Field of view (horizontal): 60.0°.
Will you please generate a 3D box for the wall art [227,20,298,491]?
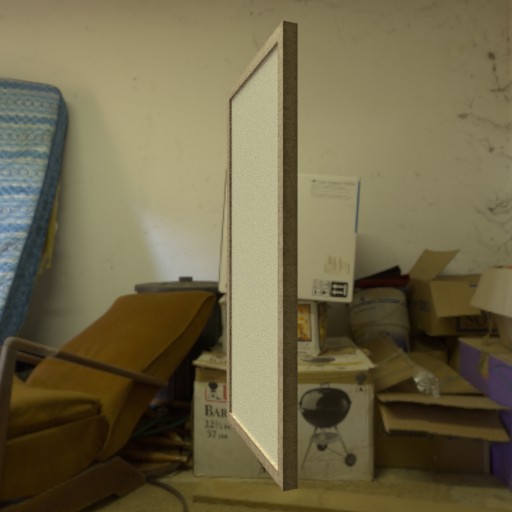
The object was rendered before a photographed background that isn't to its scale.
[{"bbox_3d":[0.000,0.000,1.688,0.051,1.461,0.648,0,0,-19],"label":"wall art"}]
